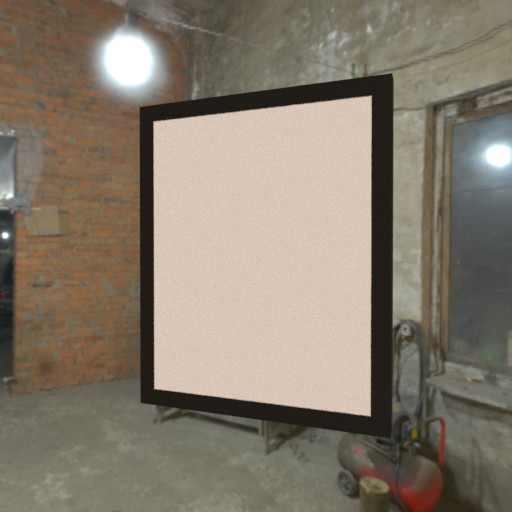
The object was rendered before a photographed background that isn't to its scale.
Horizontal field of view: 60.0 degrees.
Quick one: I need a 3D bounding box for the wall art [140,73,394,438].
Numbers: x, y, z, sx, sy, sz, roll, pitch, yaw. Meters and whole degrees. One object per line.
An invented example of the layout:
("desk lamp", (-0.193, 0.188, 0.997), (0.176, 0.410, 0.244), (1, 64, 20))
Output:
("wall art", (0.000, 0.000, 0.558), (0.329, 0.404, 0.024), (0, 1, 20))
